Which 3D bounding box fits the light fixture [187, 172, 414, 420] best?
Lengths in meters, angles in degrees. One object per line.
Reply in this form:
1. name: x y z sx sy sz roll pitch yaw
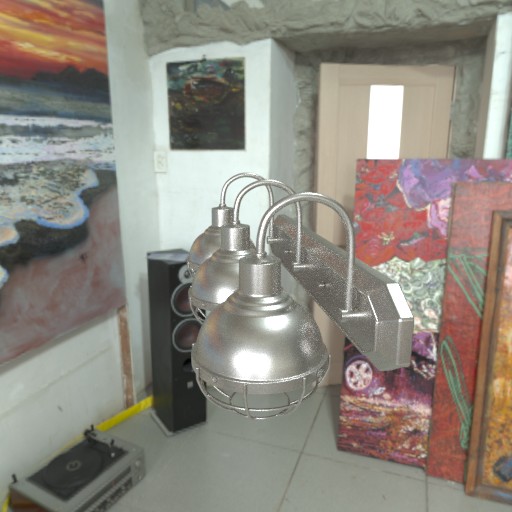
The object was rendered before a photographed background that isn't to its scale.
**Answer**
1. light fixture: 0.000 0.000 0.743 0.229 0.254 0.634 -2 13 -9
